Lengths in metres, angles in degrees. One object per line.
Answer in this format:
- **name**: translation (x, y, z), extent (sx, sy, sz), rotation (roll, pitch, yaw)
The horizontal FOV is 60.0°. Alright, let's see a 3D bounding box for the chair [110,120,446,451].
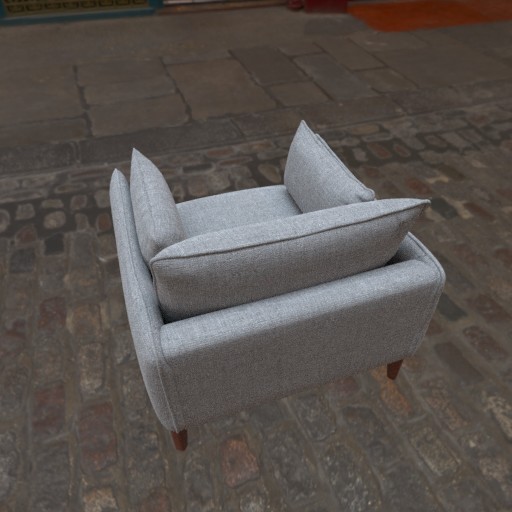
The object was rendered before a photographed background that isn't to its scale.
- **chair**: translation (0.000, 0.000, 1.695), extent (0.993, 0.839, 0.976), rotation (-13, 44, -14)
